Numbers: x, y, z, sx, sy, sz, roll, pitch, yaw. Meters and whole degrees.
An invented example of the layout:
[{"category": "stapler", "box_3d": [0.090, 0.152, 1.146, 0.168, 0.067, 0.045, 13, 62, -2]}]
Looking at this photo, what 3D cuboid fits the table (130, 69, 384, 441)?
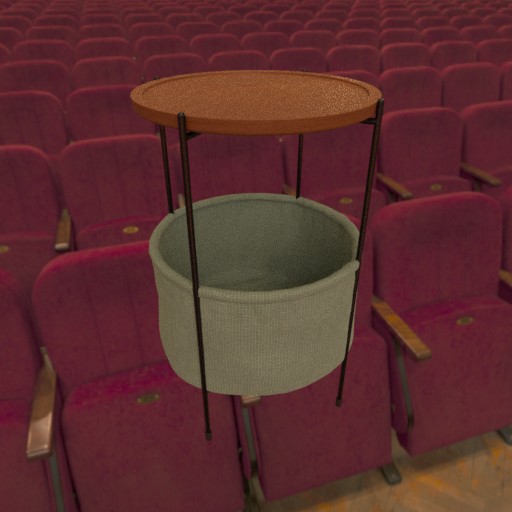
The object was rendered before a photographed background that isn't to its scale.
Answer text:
[{"category": "table", "box_3d": [0.000, 0.000, 0.858, 0.400, 0.623, 0.400, -9, 32, -14]}]
